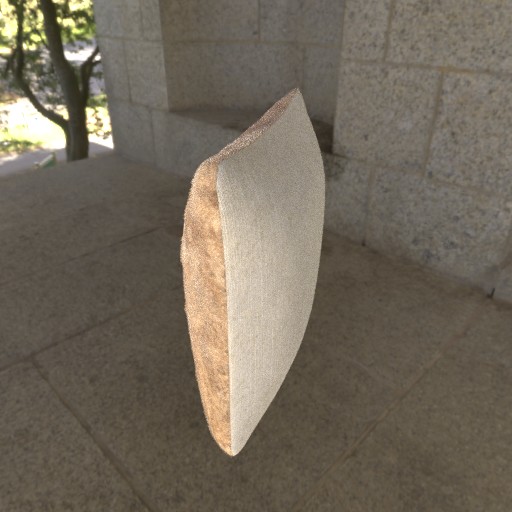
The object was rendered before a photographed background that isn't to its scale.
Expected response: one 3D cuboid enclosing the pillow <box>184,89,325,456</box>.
[{"bbox_3d":[0.000,0.000,0.822,0.216,0.525,0.538,8,30,14],"label":"pillow"}]
